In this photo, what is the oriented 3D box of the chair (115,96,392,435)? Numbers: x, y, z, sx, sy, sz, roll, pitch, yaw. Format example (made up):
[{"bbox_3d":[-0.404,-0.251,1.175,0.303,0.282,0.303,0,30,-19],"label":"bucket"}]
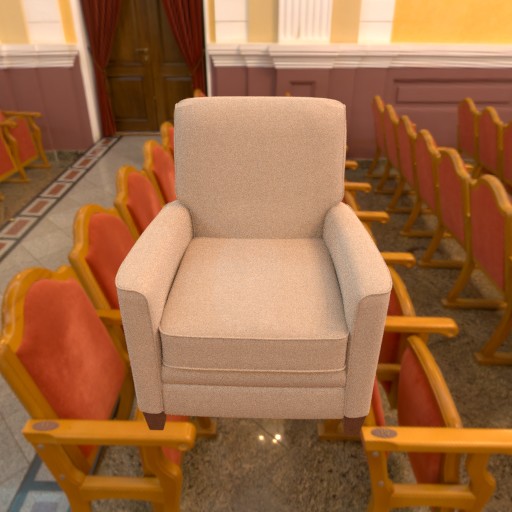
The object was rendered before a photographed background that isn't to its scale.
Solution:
[{"bbox_3d":[0.000,0.000,1.661,0.841,1.023,0.858,1,29,1],"label":"chair"}]
